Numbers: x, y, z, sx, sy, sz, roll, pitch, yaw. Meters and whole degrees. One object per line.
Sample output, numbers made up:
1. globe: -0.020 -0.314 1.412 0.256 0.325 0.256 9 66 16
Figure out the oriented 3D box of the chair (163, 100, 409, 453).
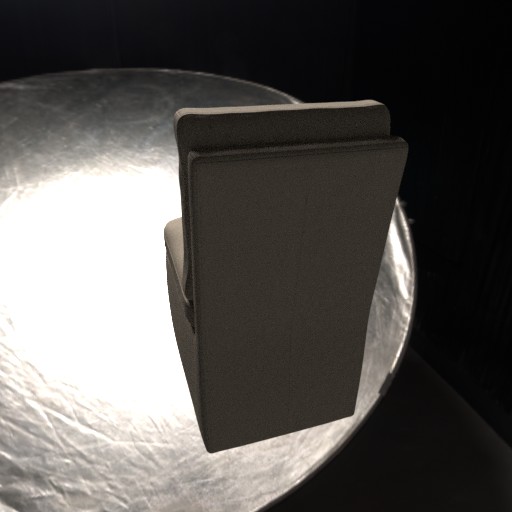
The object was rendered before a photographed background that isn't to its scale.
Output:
1. chair: 0.000 0.000 1.346 0.503 0.927 0.698 -8 27 -16
